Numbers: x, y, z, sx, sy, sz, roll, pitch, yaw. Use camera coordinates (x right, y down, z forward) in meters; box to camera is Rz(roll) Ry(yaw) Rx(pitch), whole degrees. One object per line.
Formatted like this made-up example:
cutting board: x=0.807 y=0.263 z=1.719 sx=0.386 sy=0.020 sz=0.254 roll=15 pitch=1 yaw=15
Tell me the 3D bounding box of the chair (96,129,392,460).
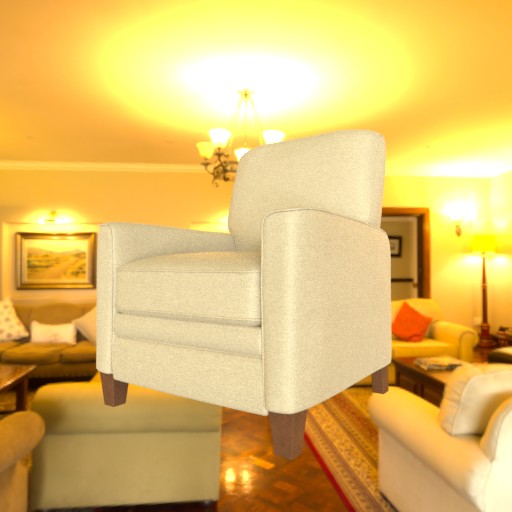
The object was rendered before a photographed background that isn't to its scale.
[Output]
chair: x=0.000 y=0.000 z=1.623 sx=0.841 sy=1.023 sz=0.858 roll=-1 pitch=-1 yaw=35
